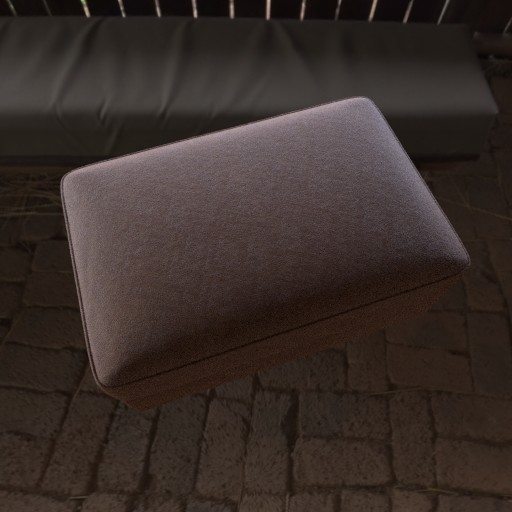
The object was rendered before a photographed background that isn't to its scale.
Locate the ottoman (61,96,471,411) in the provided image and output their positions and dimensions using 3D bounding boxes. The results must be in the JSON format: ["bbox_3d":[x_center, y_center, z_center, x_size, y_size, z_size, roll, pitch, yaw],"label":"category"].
[{"bbox_3d":[0.000,0.000,1.200,0.864,0.483,0.584,-17,64,-8],"label":"ottoman"}]
